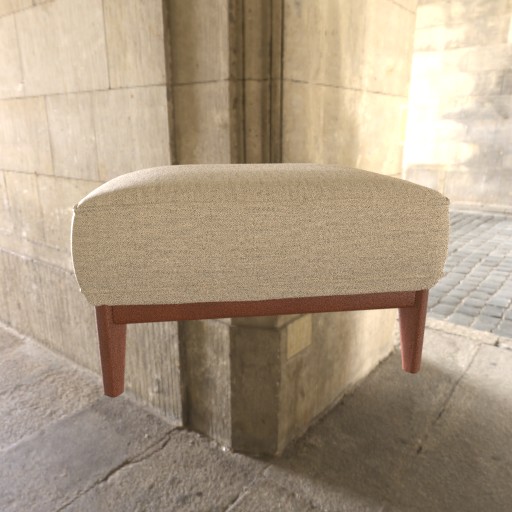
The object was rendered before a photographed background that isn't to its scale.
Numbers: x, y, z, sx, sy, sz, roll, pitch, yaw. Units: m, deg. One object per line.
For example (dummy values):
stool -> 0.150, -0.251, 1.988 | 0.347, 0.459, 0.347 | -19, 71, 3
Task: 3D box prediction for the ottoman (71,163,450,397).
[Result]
ottoman -> 0.000, 0.000, 1.171 | 0.794, 0.465, 0.594 | -2, 16, -8
